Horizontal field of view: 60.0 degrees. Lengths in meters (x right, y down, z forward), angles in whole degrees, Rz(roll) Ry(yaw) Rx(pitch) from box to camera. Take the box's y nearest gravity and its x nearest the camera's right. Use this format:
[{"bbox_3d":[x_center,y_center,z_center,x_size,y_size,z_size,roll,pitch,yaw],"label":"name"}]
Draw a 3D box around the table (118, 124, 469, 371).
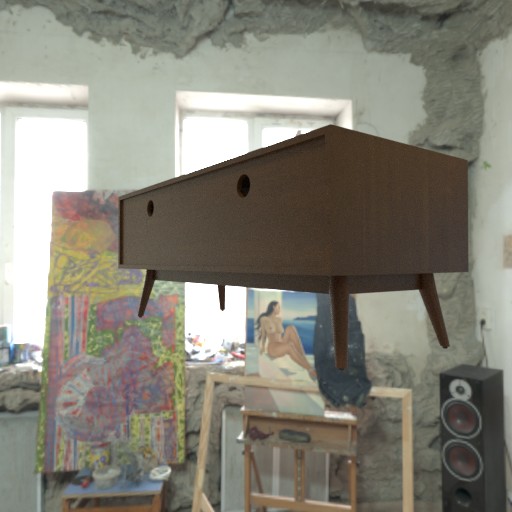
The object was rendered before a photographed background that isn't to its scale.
[{"bbox_3d":[0.000,0.000,1.399,0.490,0.464,1.119,1,-1,-36],"label":"table"}]
